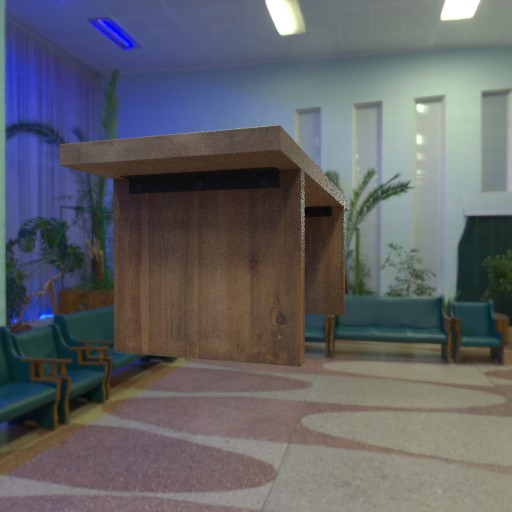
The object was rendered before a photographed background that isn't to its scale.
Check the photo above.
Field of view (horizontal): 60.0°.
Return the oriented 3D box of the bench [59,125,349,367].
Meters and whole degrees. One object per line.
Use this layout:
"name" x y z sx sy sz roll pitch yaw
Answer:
"bench" 0.000 0.000 1.390 0.458 0.458 1.183 0 1 17
